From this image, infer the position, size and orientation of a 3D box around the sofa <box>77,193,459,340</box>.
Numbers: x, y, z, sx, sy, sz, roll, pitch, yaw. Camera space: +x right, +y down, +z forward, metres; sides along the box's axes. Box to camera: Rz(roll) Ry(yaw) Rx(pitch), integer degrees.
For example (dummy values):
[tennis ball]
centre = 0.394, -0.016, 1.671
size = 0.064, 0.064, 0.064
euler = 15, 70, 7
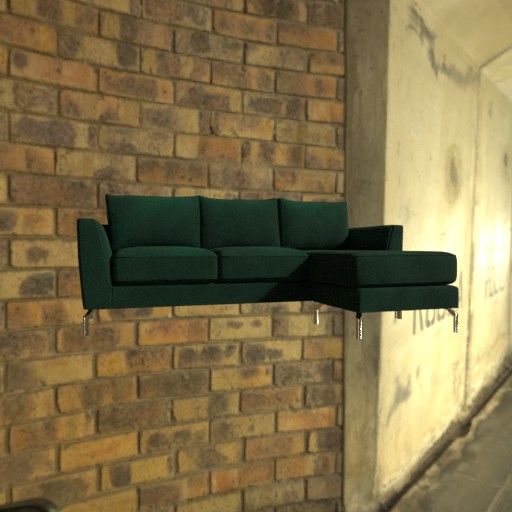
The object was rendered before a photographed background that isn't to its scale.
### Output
[sofa]
centre = 0.000, 0.000, 3.262
size = 2.441, 1.007, 1.489
euler = 0, 1, -18
